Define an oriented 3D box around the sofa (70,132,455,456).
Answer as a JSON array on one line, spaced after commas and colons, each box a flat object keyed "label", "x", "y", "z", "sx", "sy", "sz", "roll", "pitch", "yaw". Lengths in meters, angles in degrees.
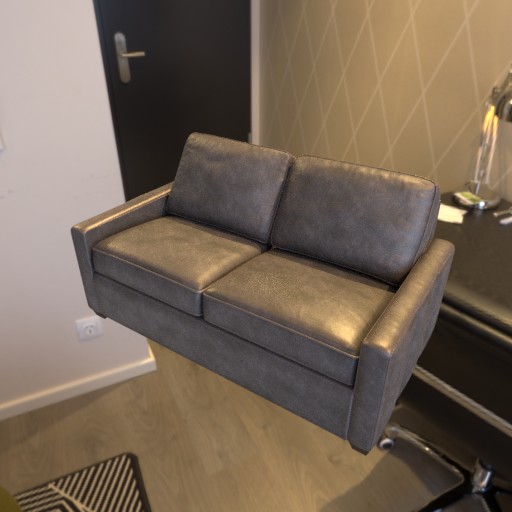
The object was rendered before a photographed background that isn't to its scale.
[{"label": "sofa", "x": 0.000, "y": 0.000, "z": 2.275, "sx": 1.732, "sy": 0.916, "sz": 0.939, "roll": 19, "pitch": 35, "yaw": 28}]
